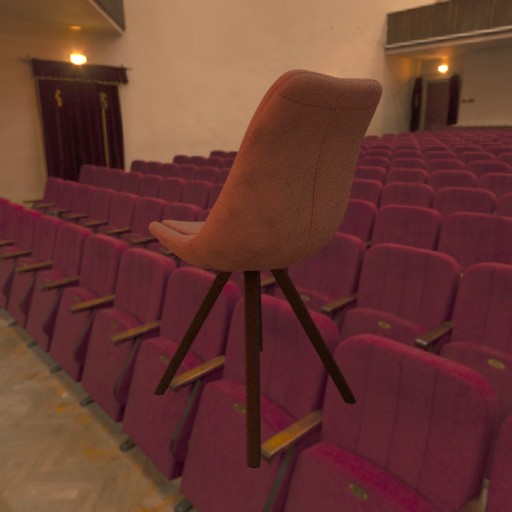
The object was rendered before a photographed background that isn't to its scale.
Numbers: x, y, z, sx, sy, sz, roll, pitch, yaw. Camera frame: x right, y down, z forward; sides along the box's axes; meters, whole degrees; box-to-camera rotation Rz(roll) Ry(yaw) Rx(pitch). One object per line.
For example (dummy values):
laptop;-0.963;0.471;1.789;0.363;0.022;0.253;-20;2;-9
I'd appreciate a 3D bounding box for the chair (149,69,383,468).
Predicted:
chair;0.000;0.000;1.190;0.483;0.865;0.547;-14;21;-40
